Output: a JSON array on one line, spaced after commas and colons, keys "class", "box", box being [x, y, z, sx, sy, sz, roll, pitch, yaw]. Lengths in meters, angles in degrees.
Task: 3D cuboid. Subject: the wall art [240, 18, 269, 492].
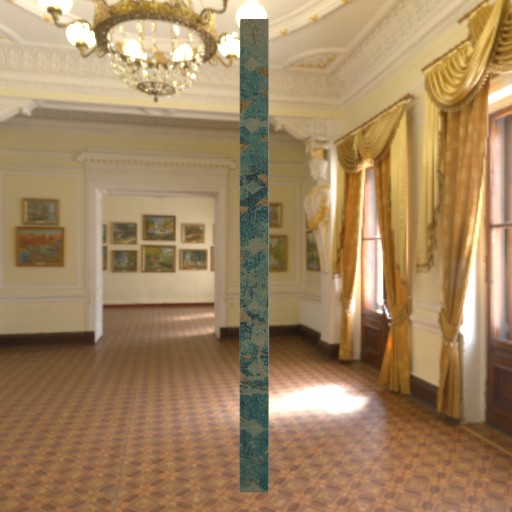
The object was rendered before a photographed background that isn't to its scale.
[{"class": "wall art", "box": [0.000, 0.000, 0.873, 0.040, 0.609, 0.609, 0, 0, 1]}]
